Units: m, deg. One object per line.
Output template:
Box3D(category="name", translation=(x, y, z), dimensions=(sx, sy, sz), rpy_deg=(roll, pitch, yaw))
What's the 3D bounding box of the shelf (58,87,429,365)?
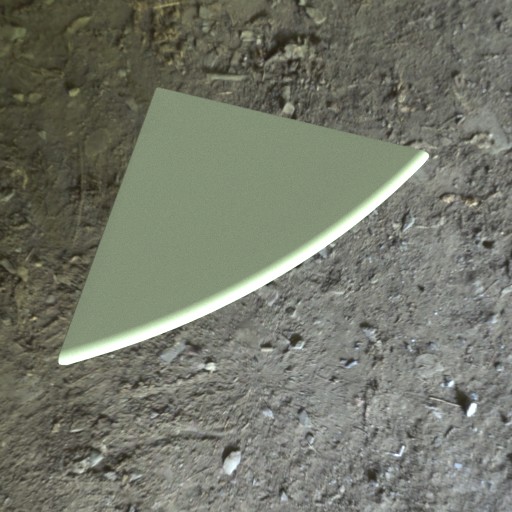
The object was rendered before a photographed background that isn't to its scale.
Box3D(category="shelf", translation=(0.000, 0.000, 0.468), dimensions=(0.310, 0.050, 0.310), rpy_deg=(14, 76, 4))
